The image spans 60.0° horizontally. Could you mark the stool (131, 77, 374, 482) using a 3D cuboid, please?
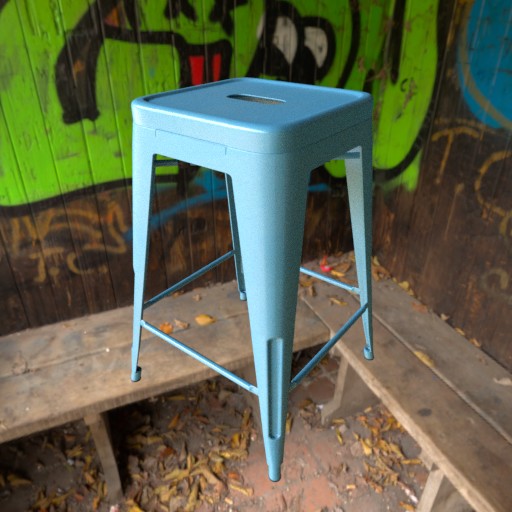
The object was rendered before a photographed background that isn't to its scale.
[{"bbox_3d":[0.000,0.000,0.880,0.410,0.608,0.410,21,37,32],"label":"stool"}]
